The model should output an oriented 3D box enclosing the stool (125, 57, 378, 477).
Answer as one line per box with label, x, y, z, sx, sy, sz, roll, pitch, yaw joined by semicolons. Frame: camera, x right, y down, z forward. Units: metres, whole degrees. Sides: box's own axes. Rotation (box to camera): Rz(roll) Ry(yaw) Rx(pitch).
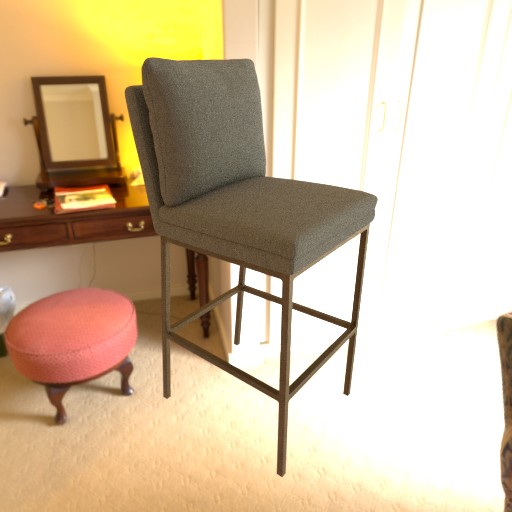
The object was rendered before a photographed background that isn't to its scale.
stool;0.000;0.000;1.379;0.569;1.132;0.463;18;31;33
